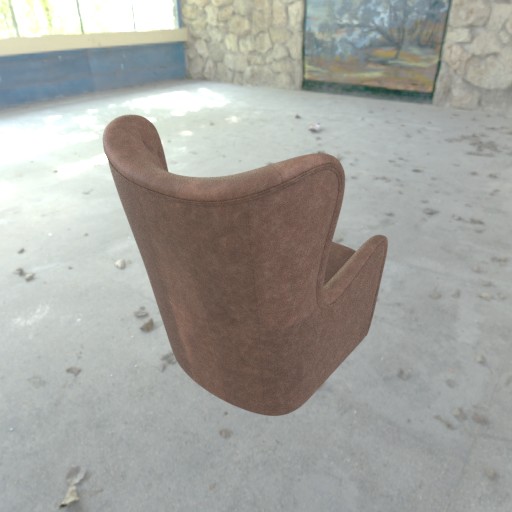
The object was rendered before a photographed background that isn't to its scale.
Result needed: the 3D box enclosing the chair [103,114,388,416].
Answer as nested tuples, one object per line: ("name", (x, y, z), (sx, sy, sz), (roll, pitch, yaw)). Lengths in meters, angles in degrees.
("chair", (0.000, 0.000, 1.770), (0.831, 1.079, 0.930), (21, 36, 32))
